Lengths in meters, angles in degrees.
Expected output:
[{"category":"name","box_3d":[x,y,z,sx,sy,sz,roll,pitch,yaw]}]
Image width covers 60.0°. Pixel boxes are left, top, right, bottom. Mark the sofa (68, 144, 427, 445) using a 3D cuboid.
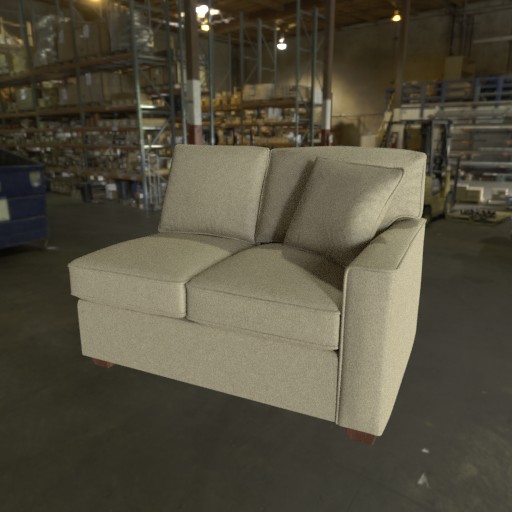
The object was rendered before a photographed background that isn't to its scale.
[{"category":"sofa","box_3d":[0.000,0.000,2.043,1.388,0.989,0.991,7,16,25]}]
